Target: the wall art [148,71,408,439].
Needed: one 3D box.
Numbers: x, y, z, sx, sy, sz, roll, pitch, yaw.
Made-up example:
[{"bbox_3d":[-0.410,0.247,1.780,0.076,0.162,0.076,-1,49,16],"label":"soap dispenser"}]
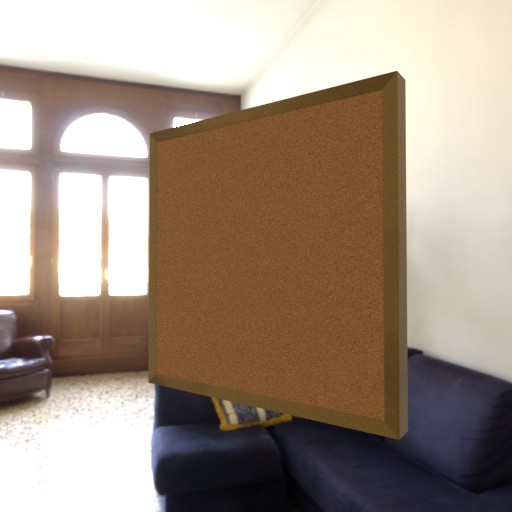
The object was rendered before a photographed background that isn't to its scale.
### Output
[{"bbox_3d":[0.000,0.000,0.772,0.507,0.508,0.038,-1,-1,35],"label":"wall art"}]
